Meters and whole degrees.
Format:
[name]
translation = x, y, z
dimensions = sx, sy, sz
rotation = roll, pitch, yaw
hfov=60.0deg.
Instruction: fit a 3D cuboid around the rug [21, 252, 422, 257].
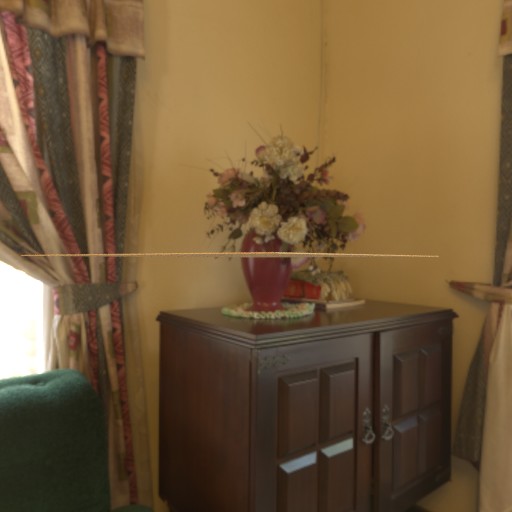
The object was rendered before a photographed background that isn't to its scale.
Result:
[rug]
translation = 0.000, 0.000, 4.077
dimensions = 2.454, 0.005, 3.067
rotation = 0, -1, 36
